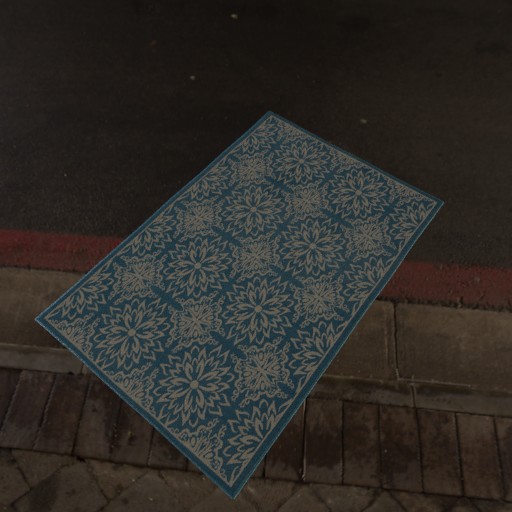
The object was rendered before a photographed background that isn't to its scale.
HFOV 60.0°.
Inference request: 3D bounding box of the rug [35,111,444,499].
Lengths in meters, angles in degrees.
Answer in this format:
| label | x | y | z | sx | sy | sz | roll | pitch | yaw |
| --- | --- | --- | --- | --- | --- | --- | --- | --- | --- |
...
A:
| label | x | y | z | sx | sy | sz | roll | pitch | yaw |
| --- | --- | --- | --- | --- | --- | --- | --- | --- | --- |
| rug | 0.000 | 0.000 | 2.268 | 1.211 | 0.012 | 1.833 | 34 | 64 | 19 |
